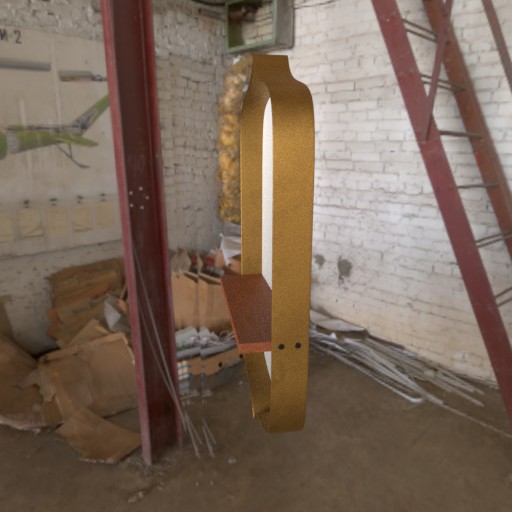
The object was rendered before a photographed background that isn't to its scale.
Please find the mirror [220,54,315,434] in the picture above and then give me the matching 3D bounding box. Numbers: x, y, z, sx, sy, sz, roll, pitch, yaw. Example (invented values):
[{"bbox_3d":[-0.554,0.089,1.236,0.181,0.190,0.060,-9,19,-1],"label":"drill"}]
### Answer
[{"bbox_3d":[0.000,0.000,0.729,0.096,0.613,0.323,-2,15,-9],"label":"mirror"}]
